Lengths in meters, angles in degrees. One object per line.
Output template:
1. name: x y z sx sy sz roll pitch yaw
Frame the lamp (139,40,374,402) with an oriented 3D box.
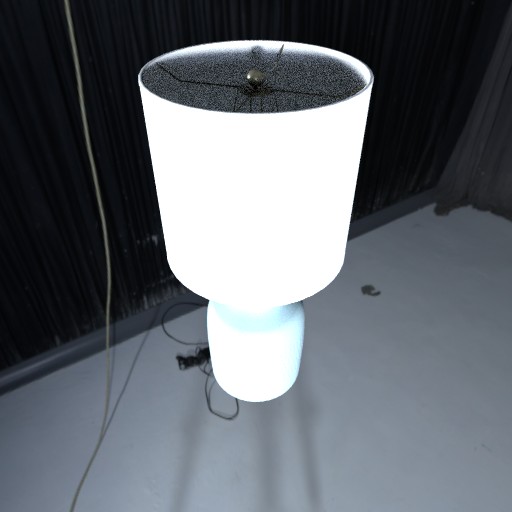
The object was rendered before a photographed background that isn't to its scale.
1. lamp: 0.000 0.000 1.078 0.418 0.871 0.418 -24 45 -26
